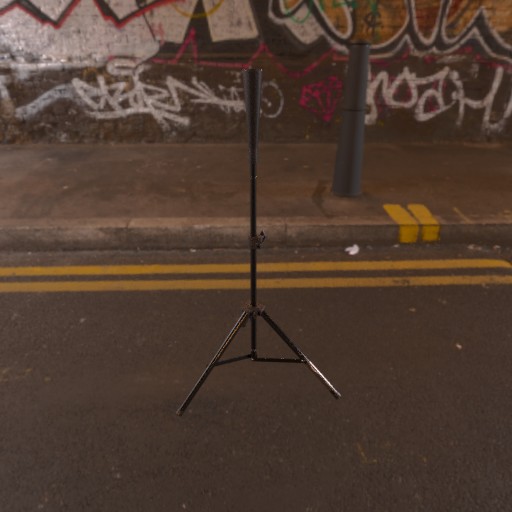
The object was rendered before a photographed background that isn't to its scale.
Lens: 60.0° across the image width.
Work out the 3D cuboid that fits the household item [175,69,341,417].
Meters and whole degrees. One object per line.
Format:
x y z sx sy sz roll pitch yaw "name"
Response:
0.000 0.000 1.384 0.559 1.067 0.559 18 32 32 "household item"
